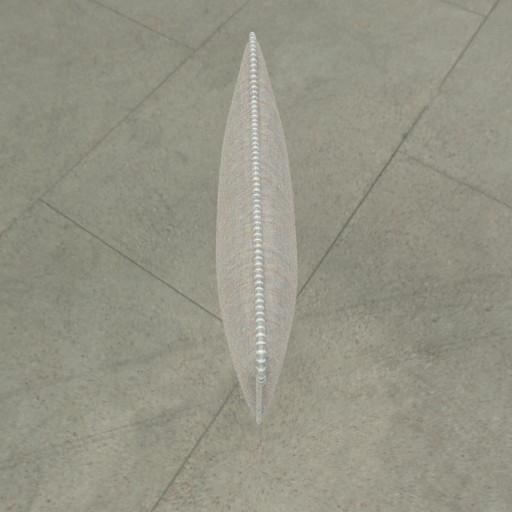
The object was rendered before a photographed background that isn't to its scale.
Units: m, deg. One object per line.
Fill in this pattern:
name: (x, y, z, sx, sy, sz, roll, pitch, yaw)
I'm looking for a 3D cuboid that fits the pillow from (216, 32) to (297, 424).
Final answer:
pillow: (0.000, 0.000, 0.726, 0.124, 0.494, 0.485, -1, 64, -1)
